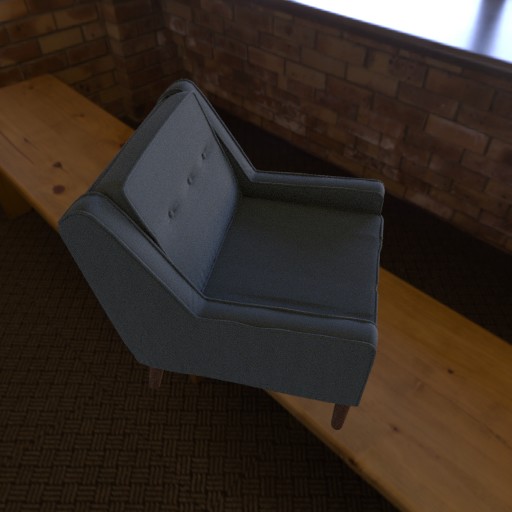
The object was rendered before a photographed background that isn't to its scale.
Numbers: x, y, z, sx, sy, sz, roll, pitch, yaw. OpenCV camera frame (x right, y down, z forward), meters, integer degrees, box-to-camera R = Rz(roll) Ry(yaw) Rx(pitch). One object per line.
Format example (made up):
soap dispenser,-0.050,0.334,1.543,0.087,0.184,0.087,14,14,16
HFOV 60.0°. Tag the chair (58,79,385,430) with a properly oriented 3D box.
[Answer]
chair,0.000,0.000,1.333,0.733,0.780,0.663,9,46,9
